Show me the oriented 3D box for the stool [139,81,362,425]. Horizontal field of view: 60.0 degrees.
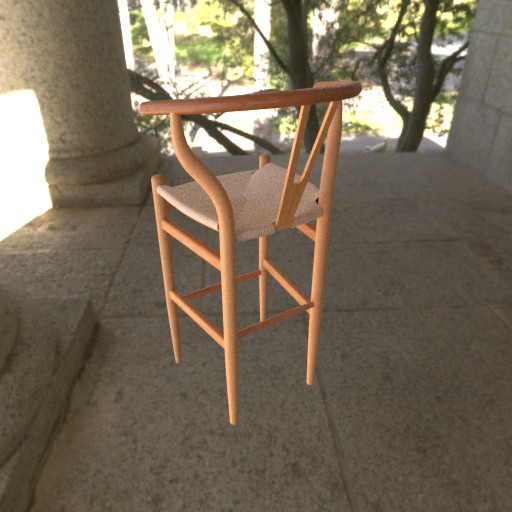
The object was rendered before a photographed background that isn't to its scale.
[{"bbox_3d":[0.000,0.000,1.380,0.574,1.068,0.561,-18,34,-28],"label":"stool"}]
